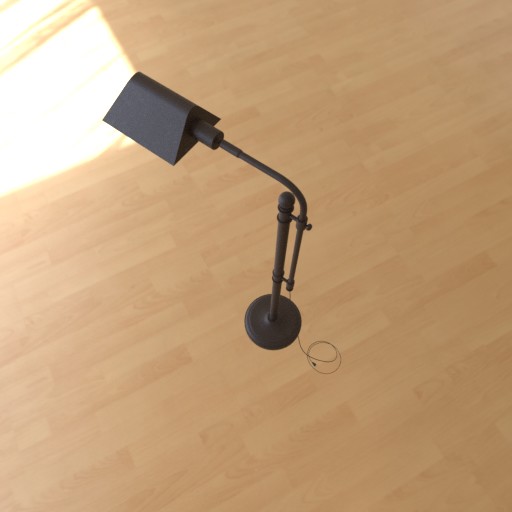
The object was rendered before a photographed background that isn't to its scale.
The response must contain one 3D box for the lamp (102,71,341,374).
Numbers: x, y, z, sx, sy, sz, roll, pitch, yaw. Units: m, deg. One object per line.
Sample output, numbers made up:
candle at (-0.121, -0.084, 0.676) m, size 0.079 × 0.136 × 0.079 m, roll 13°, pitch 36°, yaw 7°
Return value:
lamp at (0.000, 0.000, 0.935) m, size 0.545 × 0.708 × 0.159 m, roll 34°, pitch 69°, yaw 15°
